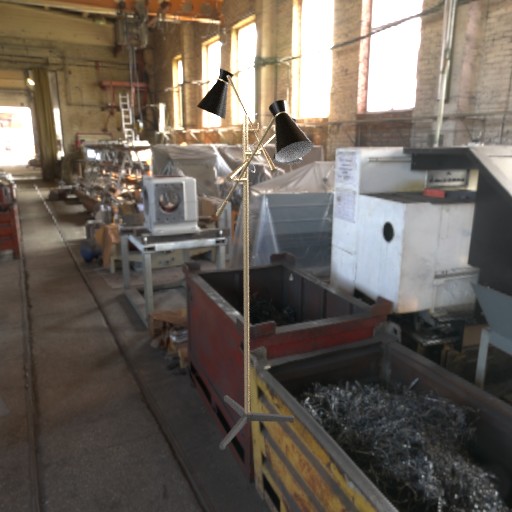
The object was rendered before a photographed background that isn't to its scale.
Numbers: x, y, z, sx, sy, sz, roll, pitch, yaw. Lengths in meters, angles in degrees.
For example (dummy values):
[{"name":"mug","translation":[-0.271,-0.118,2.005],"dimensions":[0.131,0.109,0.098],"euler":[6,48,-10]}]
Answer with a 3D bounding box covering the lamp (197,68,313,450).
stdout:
[{"name":"lamp","translation":[0.000,0.000,2.207],"dimensions":[0.750,1.804,0.653],"euler":[8,16,28]}]
